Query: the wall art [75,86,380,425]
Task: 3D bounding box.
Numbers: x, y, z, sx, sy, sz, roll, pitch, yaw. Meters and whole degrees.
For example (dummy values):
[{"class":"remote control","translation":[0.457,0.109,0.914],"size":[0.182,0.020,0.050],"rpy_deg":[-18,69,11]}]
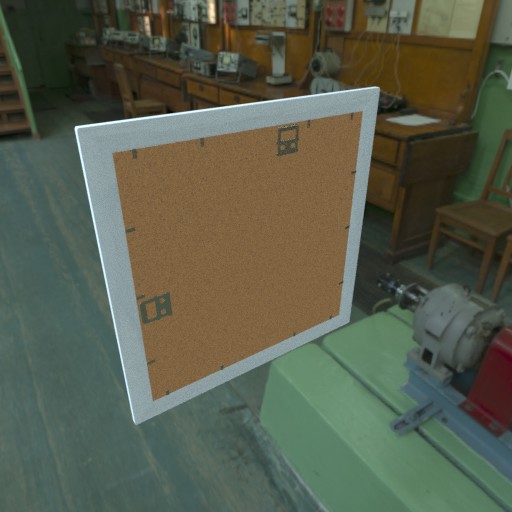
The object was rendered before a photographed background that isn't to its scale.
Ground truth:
[{"class":"wall art","translation":[0.000,0.000,0.881],"size":[0.584,0.584,0.013],"rpy_deg":[-19,35,-29]}]
